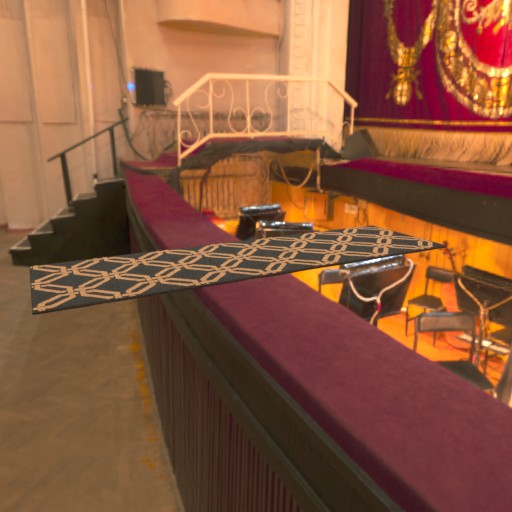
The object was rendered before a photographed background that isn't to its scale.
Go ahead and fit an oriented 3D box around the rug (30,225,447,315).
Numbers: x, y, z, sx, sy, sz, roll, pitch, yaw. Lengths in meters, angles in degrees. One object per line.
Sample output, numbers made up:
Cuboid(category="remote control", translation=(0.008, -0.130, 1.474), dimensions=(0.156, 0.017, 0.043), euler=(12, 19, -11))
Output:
Cuboid(category="rug", translation=(0.000, 0.000, 2.490), dimensions=(2.276, 0.014, 0.678), euler=(-8, 18, -26))
